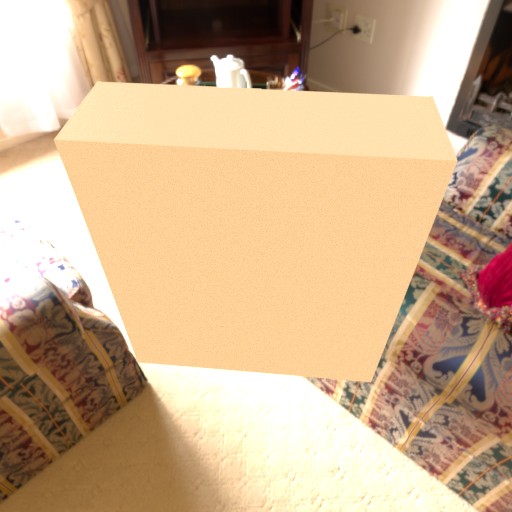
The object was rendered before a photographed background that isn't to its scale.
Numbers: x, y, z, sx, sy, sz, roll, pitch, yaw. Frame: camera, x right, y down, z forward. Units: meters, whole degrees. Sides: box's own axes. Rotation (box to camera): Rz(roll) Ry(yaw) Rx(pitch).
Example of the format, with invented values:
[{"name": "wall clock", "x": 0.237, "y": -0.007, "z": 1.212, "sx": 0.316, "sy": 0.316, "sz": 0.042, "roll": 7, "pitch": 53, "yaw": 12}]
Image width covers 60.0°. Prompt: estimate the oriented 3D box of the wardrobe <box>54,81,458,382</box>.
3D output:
[{"name": "wardrobe", "x": 0.000, "y": 0.000, "z": 2.939, "sx": 1.830, "sy": 2.020, "sz": 0.600, "roll": 4, "pitch": 47, "yaw": 4}]
